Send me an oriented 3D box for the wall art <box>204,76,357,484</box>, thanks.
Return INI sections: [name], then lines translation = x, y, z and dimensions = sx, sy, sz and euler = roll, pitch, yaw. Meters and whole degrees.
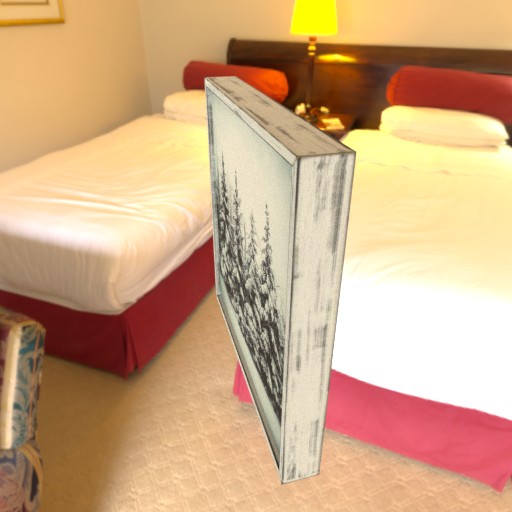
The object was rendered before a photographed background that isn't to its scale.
[wall art]
translation = 0.000, 0.000, 0.455
dimensions = 0.036, 0.303, 0.303
euler = -8, 31, -13
